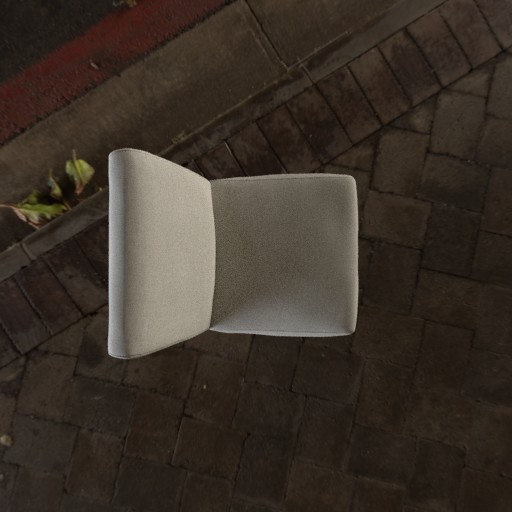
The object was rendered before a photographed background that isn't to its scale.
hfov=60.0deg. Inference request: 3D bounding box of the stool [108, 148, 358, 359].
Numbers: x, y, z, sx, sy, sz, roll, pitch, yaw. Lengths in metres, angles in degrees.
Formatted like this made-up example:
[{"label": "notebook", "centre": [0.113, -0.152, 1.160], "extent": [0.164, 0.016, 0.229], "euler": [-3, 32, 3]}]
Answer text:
[{"label": "stool", "centre": [0.000, 0.000, 1.295], "extent": [0.543, 1.015, 0.446], "euler": [0, 90, 0]}]
